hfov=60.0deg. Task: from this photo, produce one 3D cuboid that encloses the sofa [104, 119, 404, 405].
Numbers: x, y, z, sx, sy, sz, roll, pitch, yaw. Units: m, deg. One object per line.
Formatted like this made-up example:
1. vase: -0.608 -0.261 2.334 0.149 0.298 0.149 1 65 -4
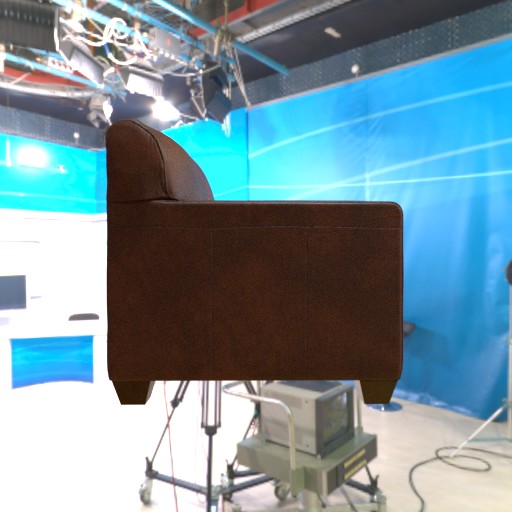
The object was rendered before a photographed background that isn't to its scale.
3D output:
1. sofa: 0.000 0.000 2.086 1.000 0.956 1.413 0 0 -1
